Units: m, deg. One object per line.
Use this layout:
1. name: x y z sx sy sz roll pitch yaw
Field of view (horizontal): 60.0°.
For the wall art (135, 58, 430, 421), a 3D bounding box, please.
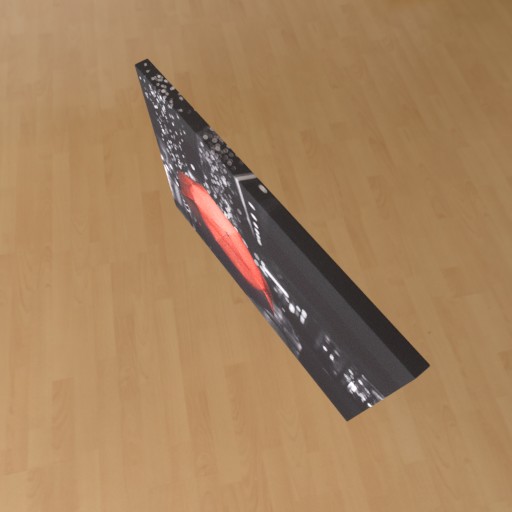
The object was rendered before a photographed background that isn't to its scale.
1. wall art: 0.000 0.000 1.162 0.038 0.609 0.914 -34 68 -16
